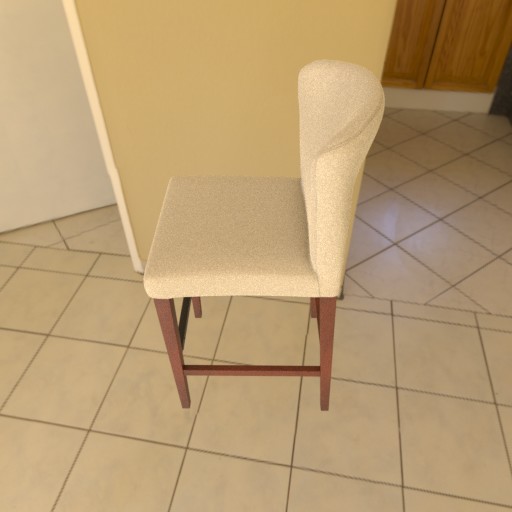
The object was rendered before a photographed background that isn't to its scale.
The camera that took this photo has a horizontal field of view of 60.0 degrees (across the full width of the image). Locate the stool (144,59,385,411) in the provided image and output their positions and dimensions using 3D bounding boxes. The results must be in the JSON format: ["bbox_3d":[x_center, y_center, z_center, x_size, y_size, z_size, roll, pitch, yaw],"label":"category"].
[{"bbox_3d":[0.000,0.000,1.352,0.568,1.069,0.479,0,43,0],"label":"stool"}]
